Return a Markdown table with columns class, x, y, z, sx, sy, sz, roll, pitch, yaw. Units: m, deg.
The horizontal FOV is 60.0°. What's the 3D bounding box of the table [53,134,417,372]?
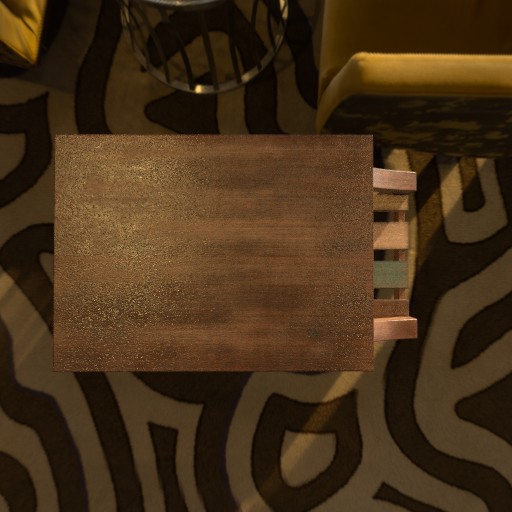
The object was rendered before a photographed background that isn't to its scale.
| class | x | y | z | sx | sy | sz | roll | pitch | yaw |
| --- | --- | --- | --- | --- | --- | --- | --- | --- | --- |
| table | 0.000 | 0.000 | 0.956 | 0.609 | 0.584 | 0.356 | 0 | 89 | 0 |
